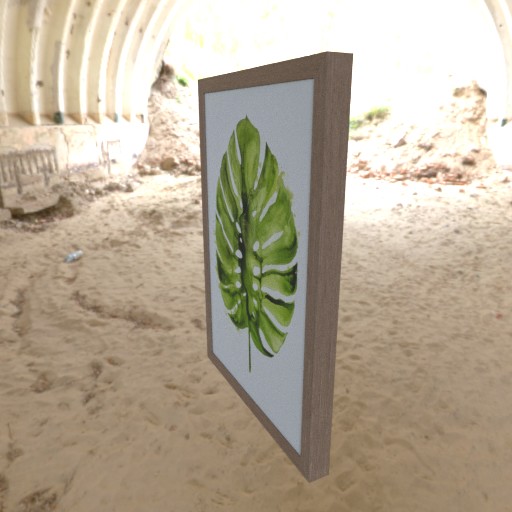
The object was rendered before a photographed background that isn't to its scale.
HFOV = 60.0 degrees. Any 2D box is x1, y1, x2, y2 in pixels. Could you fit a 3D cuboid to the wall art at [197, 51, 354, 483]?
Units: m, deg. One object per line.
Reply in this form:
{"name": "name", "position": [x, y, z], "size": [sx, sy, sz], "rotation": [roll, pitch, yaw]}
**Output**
{"name": "wall art", "position": [0.000, 0.000, 0.654], "size": [0.032, 0.510, 0.358], "rotation": [-9, 19, -26]}
